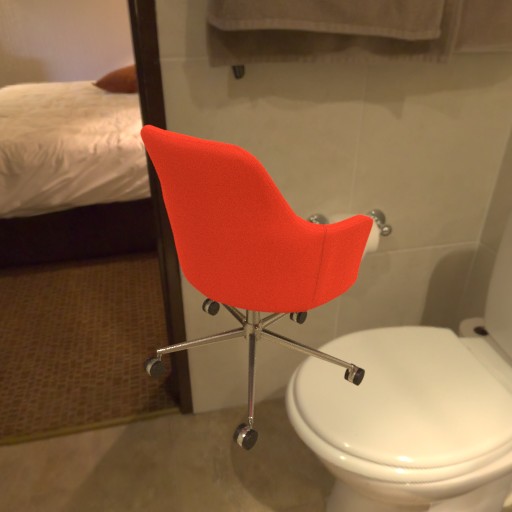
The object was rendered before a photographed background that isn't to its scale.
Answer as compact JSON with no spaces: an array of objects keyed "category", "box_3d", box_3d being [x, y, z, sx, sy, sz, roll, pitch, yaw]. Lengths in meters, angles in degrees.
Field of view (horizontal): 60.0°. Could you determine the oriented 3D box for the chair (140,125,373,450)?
[{"category":"chair","box_3d":[0.000,0.000,1.310,0.655,0.820,0.600,22,36,33]}]
